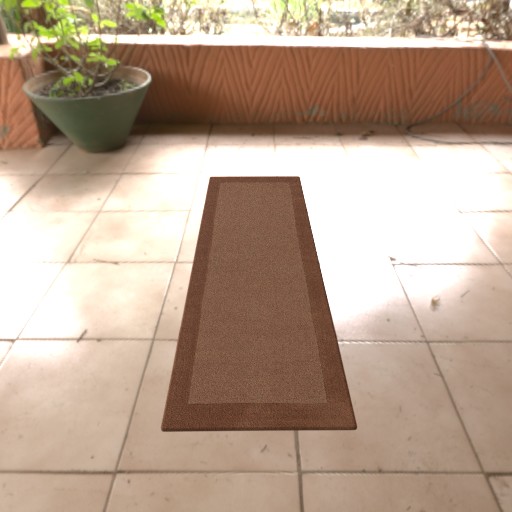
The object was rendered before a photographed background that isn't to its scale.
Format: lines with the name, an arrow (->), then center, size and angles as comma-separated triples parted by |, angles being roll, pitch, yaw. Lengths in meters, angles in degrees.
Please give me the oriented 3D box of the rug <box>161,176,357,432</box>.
rug -> 0.000, 0.000, 2.729 | 0.764, 0.017, 2.439 | 0, 33, 0
